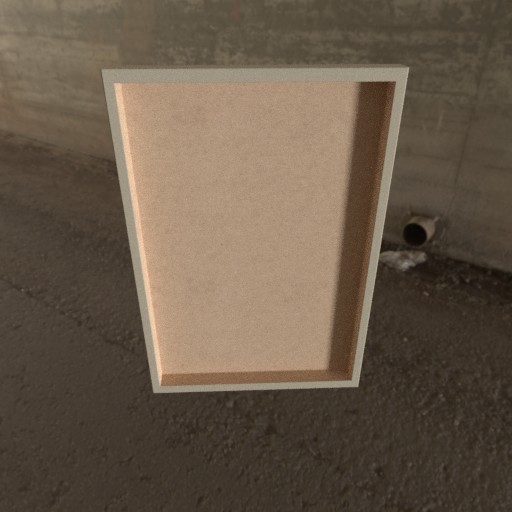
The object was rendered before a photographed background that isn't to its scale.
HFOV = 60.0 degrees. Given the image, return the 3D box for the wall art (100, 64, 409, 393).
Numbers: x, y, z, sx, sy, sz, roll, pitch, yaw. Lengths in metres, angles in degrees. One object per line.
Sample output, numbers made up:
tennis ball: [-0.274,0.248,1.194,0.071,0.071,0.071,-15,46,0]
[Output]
wall art: [0.000,0.000,0.768,0.418,0.608,0.038,-1,30,-2]
